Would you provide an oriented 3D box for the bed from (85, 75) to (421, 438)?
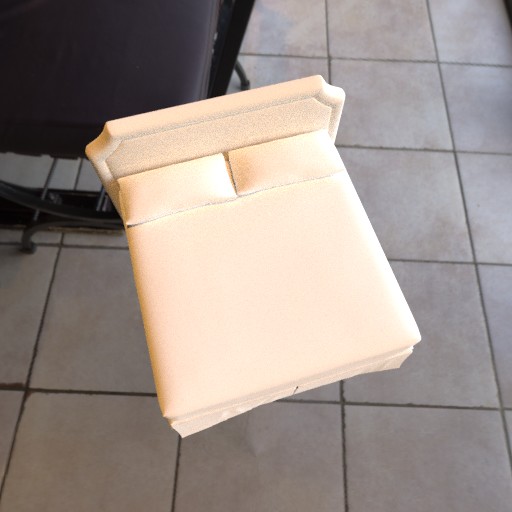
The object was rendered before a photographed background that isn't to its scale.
[{"bbox_3d":[0.000,0.000,3.542,2.160,1.301,2.204,-15,67,-7],"label":"bed"}]
